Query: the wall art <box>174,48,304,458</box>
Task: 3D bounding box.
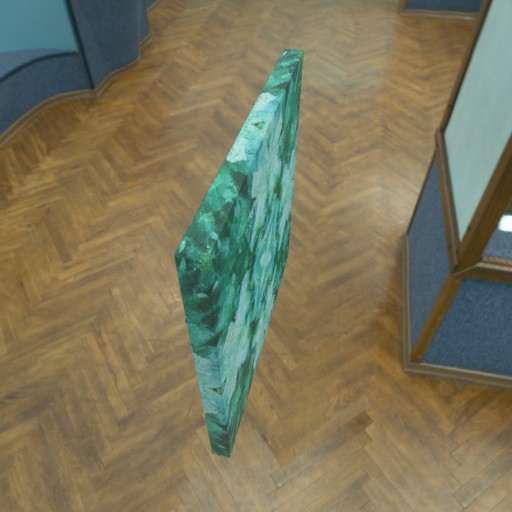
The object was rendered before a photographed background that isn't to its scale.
[{"bbox_3d":[0.000,0.000,0.765,0.038,0.508,0.507,11,47,10],"label":"wall art"}]
